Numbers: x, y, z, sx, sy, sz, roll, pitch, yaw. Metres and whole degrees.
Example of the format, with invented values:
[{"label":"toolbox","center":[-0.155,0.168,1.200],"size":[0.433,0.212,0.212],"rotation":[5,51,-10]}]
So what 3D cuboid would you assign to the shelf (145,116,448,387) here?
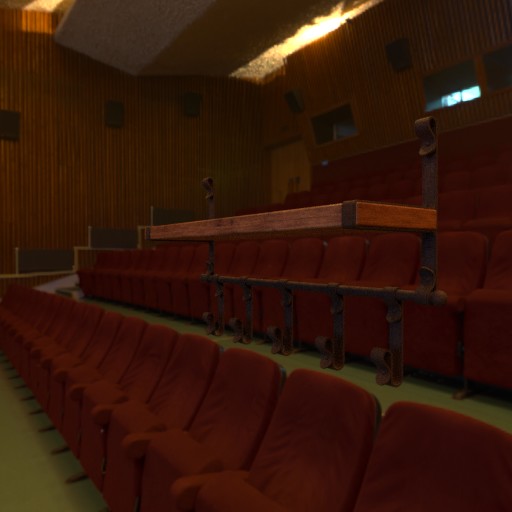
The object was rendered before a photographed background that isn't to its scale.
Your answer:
[{"label":"shelf","center":[0.000,0.000,0.698],"size":[0.146,0.330,0.567],"rotation":[0,0,-36]}]
